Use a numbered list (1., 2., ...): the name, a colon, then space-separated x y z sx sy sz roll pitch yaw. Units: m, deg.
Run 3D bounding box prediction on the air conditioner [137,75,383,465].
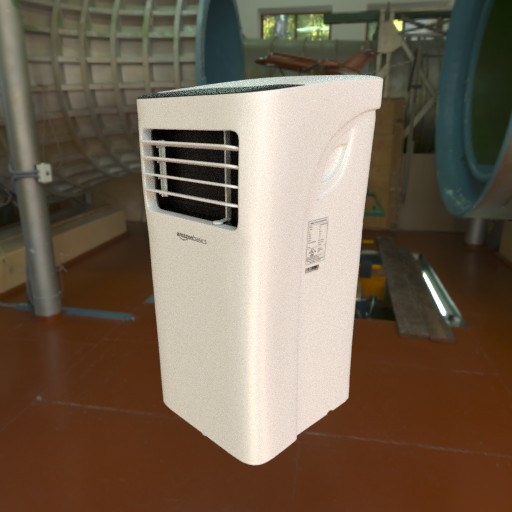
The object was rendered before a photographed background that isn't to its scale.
1. air conditioner: 0.000 0.000 0.927 0.352 0.716 0.369 16 23 42
